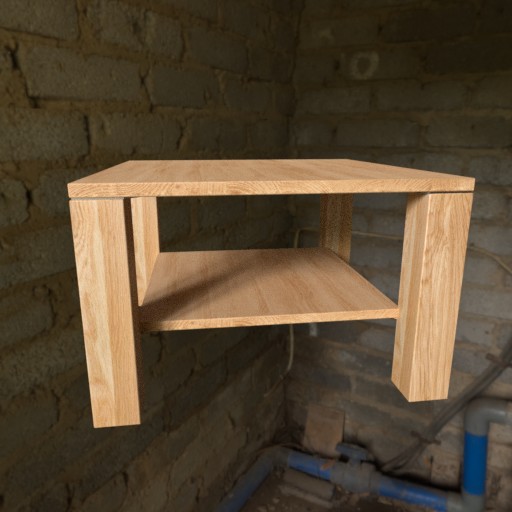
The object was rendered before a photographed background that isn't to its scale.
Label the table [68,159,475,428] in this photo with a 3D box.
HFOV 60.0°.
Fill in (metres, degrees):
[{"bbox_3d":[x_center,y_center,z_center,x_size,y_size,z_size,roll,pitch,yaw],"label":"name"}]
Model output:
[{"bbox_3d":[0.000,0.000,1.141,0.700,0.450,0.700,-2,15,-7],"label":"table"}]
